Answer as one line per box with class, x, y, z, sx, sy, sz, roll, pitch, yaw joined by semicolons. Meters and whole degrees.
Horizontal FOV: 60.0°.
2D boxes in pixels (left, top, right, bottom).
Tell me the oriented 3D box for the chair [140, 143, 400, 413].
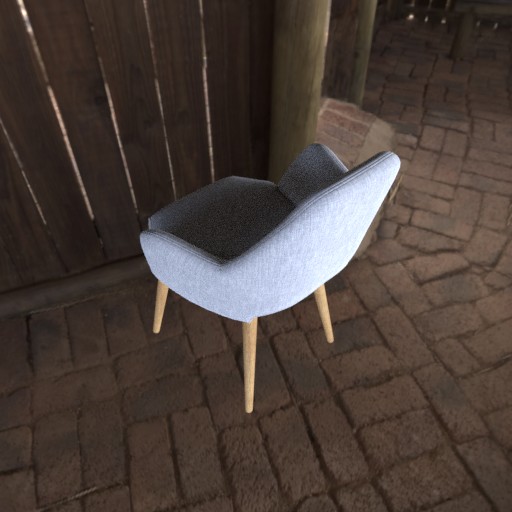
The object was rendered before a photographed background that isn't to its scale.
chair;0.000;0.000;1.243;0.590;0.840;0.610;-33;53;-29
